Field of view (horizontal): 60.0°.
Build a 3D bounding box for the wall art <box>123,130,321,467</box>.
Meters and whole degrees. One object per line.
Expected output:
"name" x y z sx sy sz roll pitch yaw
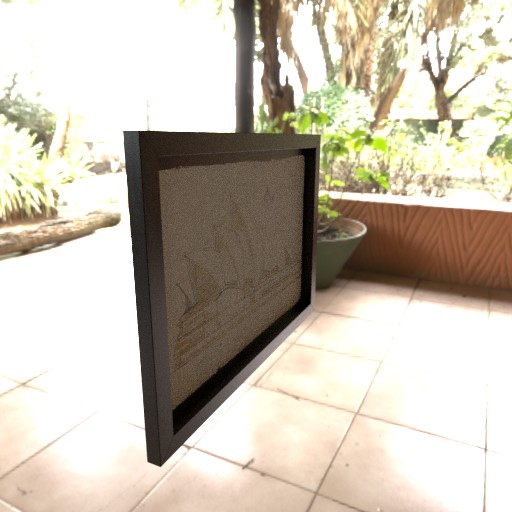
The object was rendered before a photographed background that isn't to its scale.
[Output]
"wall art" 0.000 0.000 0.856 0.027 0.458 0.657 7 17 25
